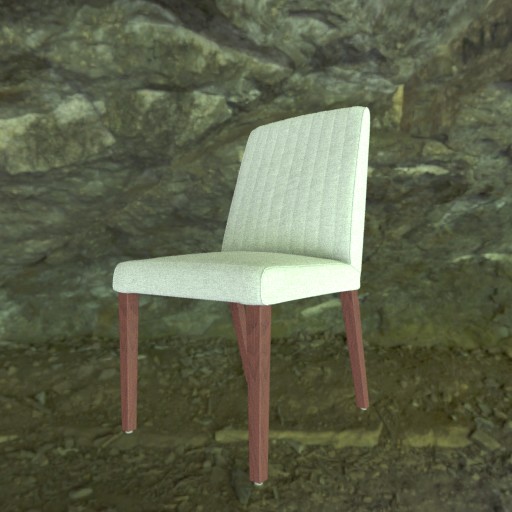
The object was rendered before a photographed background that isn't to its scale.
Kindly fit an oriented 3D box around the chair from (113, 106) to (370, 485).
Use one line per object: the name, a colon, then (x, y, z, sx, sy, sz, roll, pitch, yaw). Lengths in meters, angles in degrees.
chair: (0.000, 0.000, 1.219, 0.480, 0.900, 0.594, 1, 1, 37)
